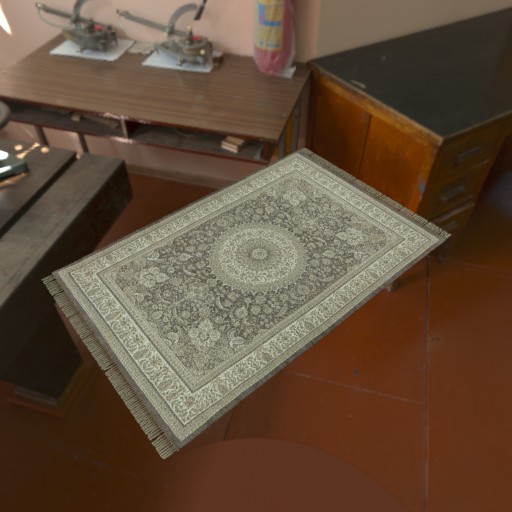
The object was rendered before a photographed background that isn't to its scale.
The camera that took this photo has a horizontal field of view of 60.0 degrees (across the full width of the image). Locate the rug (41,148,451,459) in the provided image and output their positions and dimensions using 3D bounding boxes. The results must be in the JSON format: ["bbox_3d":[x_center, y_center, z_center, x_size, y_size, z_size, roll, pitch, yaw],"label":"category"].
[{"bbox_3d":[0.000,0.000,4.307,3.422,0.015,2.143,-31,54,-27],"label":"rug"}]
